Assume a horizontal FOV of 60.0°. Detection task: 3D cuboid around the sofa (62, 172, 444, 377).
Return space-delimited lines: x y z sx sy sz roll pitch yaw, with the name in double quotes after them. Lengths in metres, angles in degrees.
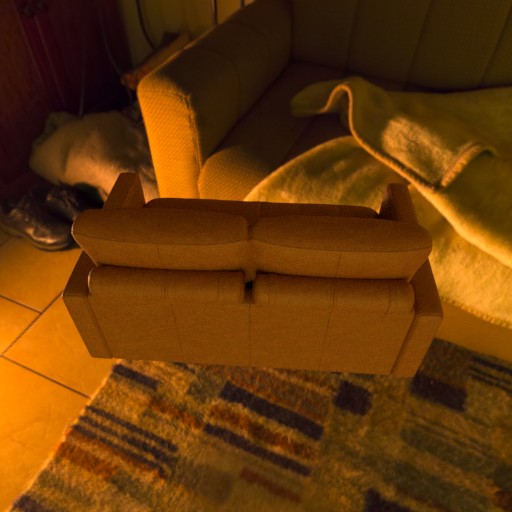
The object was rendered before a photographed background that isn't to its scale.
0.000 0.000 1.977 1.430 0.898 0.868 3 46 3 "sofa"
